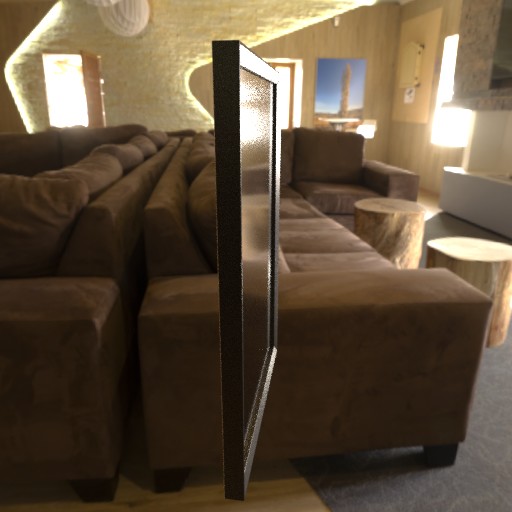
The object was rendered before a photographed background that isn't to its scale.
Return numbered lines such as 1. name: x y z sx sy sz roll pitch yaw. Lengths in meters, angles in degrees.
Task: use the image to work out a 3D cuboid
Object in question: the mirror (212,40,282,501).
1. mirror: 0.000 0.000 0.883 0.039 0.710 0.507 3 18 8
